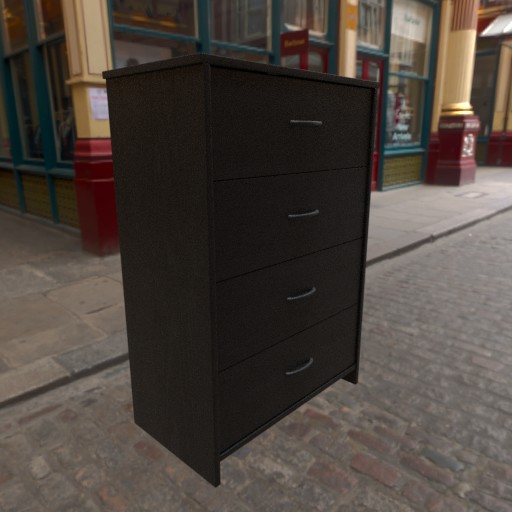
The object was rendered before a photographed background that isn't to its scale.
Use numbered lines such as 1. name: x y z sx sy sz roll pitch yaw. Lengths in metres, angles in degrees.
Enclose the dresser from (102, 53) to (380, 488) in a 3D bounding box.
1. dresser: 0.000 0.000 1.354 0.398 1.020 0.700 14 21 42
